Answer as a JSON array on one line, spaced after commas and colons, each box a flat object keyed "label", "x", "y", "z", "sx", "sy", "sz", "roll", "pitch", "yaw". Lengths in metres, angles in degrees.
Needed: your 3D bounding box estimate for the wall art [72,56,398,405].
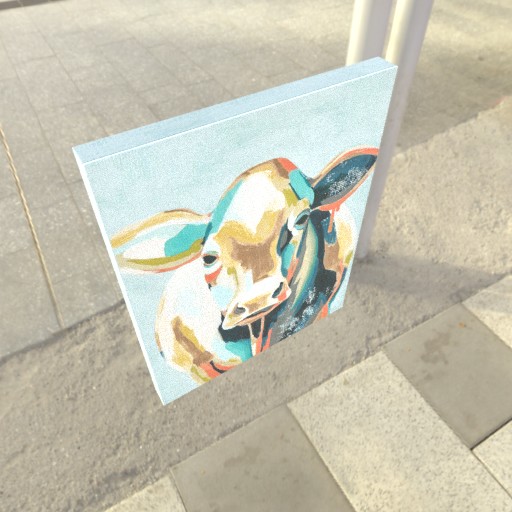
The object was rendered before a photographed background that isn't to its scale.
[{"label": "wall art", "x": 0.000, "y": 0.000, "z": 0.688, "sx": 0.409, "sy": 0.509, "sz": 0.037, "roll": -25, "pitch": 51, "yaw": -22}]
